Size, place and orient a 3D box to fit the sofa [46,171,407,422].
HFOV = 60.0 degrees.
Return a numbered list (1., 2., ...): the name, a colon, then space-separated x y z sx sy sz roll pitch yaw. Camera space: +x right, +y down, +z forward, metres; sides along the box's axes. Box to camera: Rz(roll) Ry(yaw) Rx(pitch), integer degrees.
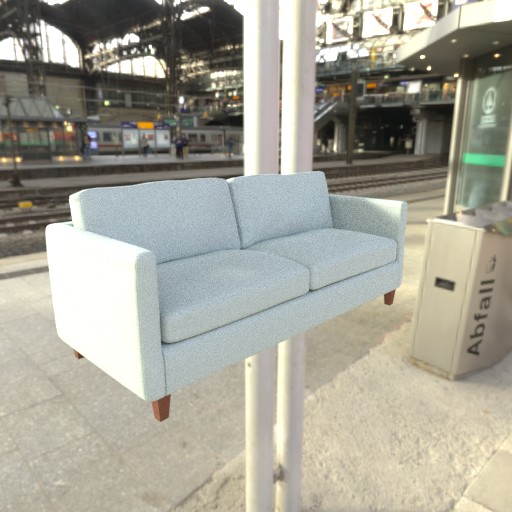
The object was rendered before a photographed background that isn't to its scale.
1. sofa: 0.000 0.000 2.789 0.951 0.965 2.208 14 20 43
